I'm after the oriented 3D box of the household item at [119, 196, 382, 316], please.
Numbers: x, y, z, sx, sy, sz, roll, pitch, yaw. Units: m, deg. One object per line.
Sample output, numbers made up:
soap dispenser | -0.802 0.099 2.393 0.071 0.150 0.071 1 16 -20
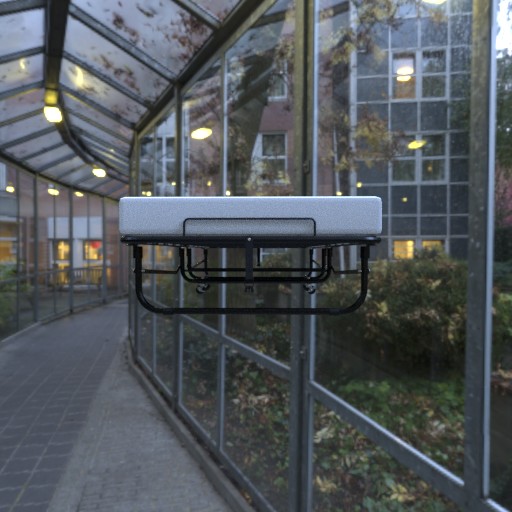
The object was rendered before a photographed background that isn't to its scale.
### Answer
household item | 0.000 0.000 2.176 0.787 0.356 1.905 0 1 1
